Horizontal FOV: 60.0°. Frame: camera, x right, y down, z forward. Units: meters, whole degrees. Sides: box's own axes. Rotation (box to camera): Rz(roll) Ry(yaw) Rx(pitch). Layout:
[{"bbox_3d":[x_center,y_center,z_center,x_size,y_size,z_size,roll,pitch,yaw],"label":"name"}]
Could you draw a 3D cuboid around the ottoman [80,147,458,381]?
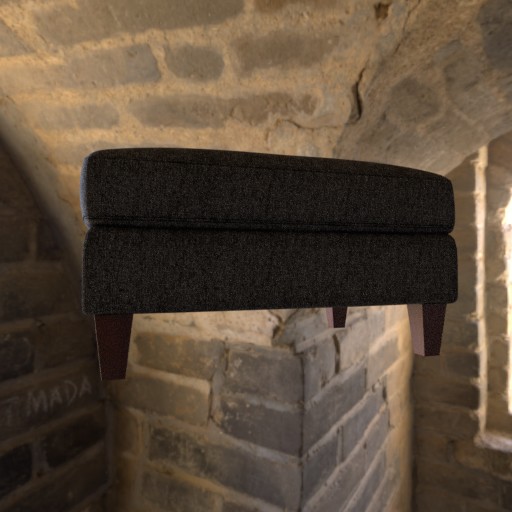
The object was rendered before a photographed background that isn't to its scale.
[{"bbox_3d":[0.000,0.000,1.200,0.864,0.483,0.584,0,-1,-17],"label":"ottoman"}]
